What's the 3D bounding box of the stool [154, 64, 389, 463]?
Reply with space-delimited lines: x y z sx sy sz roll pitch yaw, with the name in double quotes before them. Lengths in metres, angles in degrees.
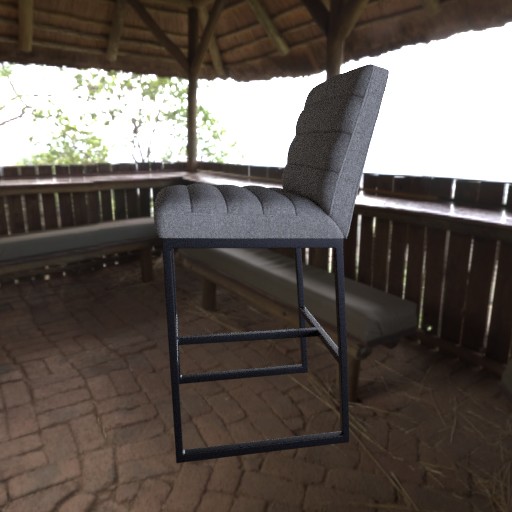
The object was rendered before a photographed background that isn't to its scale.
"stool" 0.000 0.000 1.334 0.571 1.034 0.459 -3 14 -10
